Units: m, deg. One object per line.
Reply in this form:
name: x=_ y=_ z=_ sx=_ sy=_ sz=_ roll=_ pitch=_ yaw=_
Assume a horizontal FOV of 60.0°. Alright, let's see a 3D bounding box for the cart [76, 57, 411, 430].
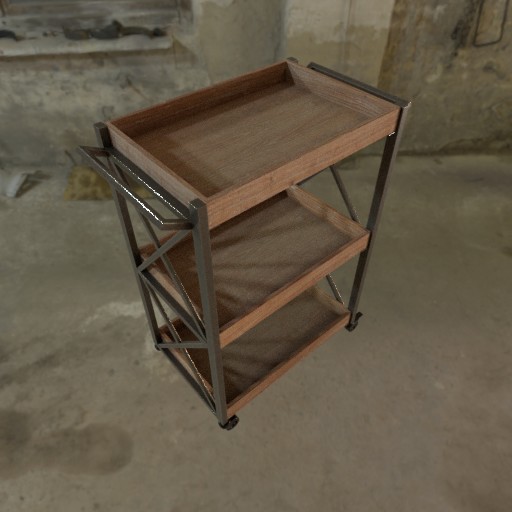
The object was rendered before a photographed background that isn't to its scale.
cart: x=0.000 y=0.000 z=1.225 sx=0.673 sy=0.835 sz=0.377 roll=-31 pitch=52 yaw=-28
